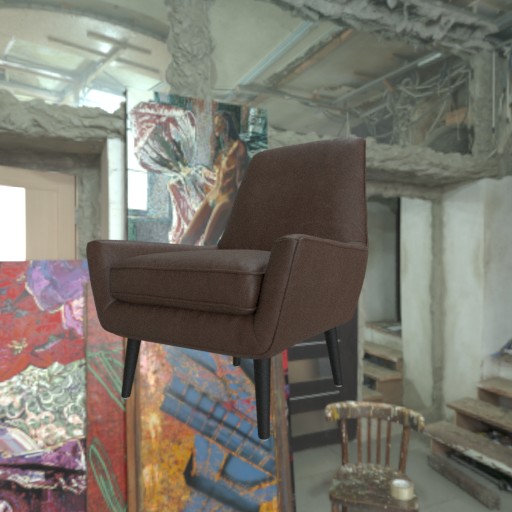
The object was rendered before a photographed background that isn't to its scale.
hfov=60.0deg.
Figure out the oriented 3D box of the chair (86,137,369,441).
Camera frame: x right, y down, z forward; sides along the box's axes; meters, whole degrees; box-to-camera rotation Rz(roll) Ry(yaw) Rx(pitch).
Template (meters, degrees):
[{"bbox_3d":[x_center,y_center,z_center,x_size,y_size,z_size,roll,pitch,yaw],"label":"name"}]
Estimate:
[{"bbox_3d":[0.000,0.000,1.497,0.787,0.888,0.824,0,0,36],"label":"chair"}]
